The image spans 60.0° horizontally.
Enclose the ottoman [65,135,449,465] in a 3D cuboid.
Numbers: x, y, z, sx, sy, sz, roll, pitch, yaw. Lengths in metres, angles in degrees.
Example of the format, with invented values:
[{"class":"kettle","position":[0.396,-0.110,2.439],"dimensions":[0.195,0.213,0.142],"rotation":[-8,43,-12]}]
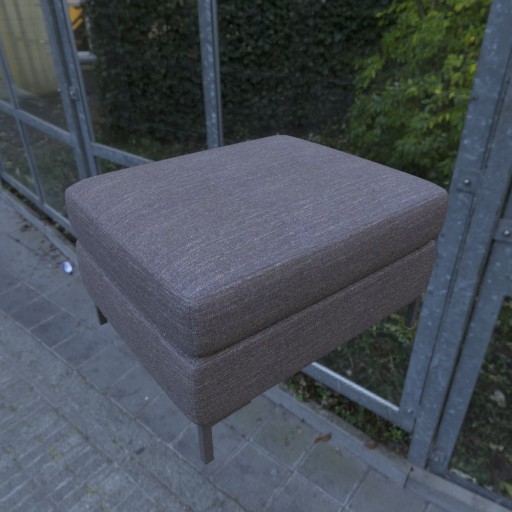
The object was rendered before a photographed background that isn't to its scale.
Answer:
[{"class":"ottoman","position":[0.000,0.000,1.250],"dimensions":[0.820,0.490,0.671],"rotation":[-22,37,-32]}]
